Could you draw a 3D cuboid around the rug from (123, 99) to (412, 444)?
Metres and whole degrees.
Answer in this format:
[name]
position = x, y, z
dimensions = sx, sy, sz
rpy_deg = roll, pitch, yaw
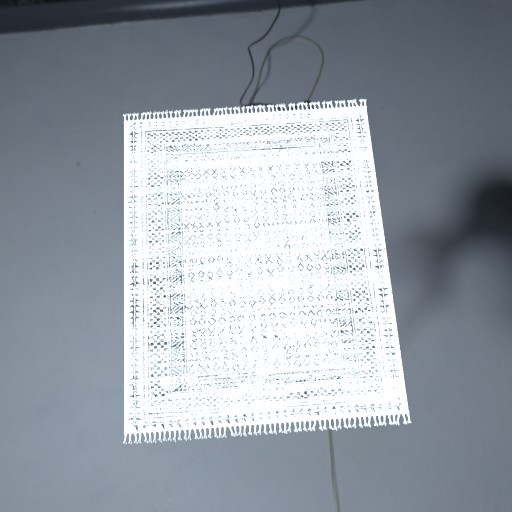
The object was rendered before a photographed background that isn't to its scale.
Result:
[rug]
position = 0.000, 0.000, 3.861
dimensions = 2.312, 0.013, 2.940
rpy_deg = -4, 77, -1
